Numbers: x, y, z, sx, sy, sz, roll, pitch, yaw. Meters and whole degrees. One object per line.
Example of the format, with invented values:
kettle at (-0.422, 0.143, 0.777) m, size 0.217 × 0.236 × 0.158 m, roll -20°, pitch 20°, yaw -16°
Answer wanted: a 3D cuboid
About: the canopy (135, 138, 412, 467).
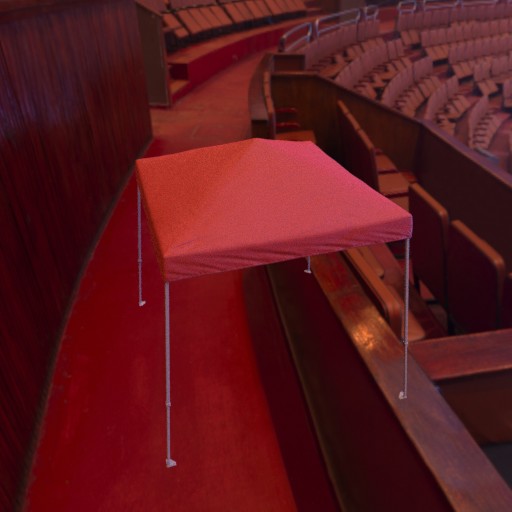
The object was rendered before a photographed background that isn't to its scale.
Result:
canopy at (0.000, 0.000, 6.689) m, size 3.600 × 3.600 × 3.599 m, roll -10°, pitch 34°, yaw -15°
